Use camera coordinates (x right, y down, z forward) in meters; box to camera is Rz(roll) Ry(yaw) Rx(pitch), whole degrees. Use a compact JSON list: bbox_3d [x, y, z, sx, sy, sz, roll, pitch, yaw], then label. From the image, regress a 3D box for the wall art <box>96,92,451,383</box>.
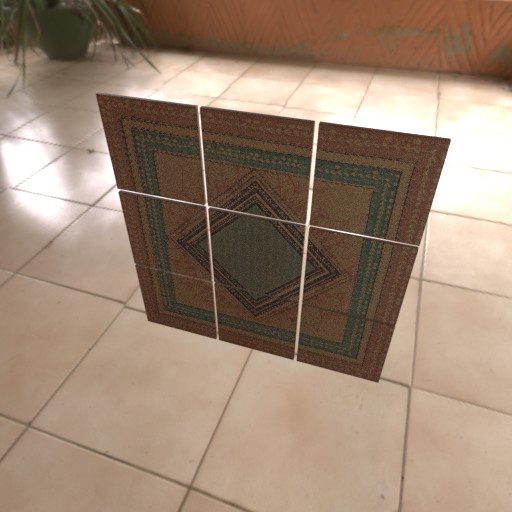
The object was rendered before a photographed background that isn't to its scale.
[{"bbox_3d":[0.000,0.000,1.389,0.915,0.914,0.013,12,41,14],"label":"wall art"}]
